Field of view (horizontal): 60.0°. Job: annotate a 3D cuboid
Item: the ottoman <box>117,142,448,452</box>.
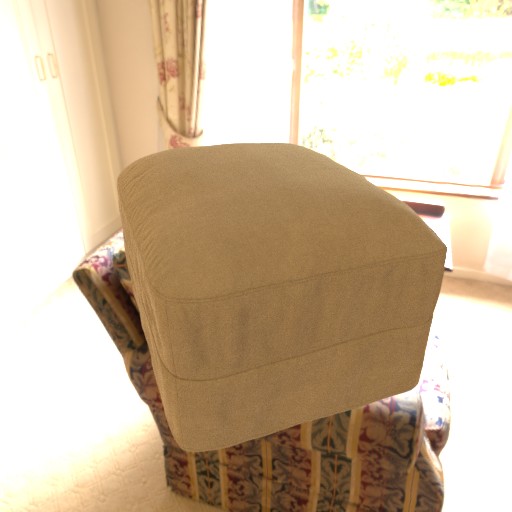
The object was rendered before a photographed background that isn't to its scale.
[{"bbox_3d":[0.000,0.000,1.082,0.584,0.480,0.712,-11,31,-18],"label":"ottoman"}]
